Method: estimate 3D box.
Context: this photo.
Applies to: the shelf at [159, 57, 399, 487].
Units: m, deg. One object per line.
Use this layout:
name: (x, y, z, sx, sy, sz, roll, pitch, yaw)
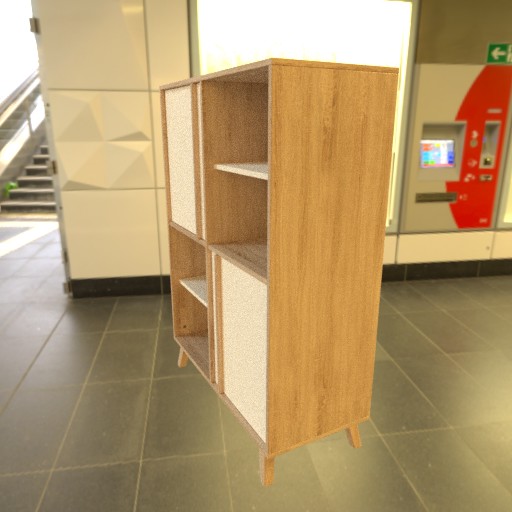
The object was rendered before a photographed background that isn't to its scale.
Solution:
shelf: (0.000, 0.000, 1.860, 0.450, 1.390, 1.000, -9, 19, -27)
